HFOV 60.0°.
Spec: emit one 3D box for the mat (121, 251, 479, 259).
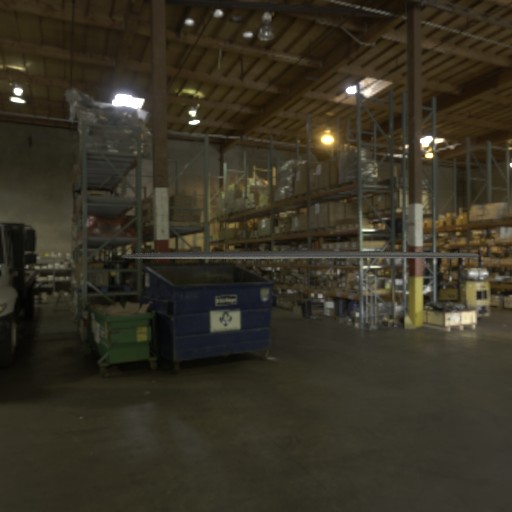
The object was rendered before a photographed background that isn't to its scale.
[{"bbox_3d":[0.000,0.000,1.635,0.917,0.016,1.220,0,-1,-37],"label":"mat"}]
